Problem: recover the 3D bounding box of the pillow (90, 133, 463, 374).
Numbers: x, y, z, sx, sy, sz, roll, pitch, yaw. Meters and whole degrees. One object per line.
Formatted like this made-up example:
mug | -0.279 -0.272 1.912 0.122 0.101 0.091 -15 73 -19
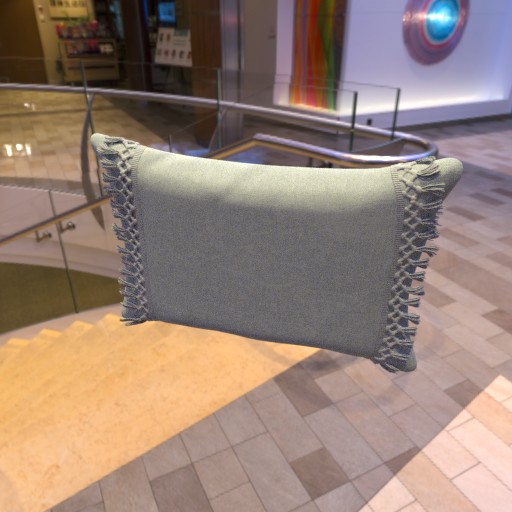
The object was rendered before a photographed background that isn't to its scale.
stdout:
pillow | 0.000 0.000 0.602 0.466 0.305 0.084 8 29 15
